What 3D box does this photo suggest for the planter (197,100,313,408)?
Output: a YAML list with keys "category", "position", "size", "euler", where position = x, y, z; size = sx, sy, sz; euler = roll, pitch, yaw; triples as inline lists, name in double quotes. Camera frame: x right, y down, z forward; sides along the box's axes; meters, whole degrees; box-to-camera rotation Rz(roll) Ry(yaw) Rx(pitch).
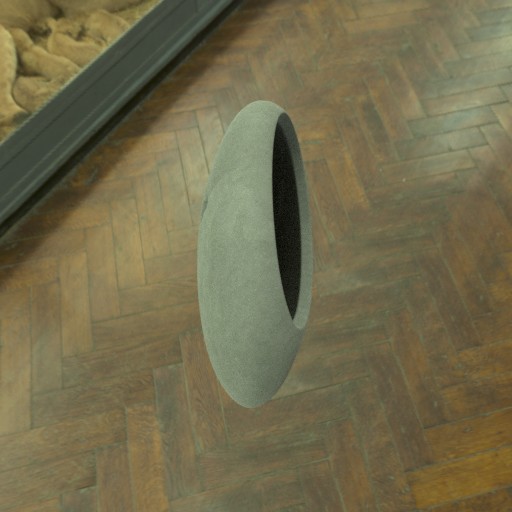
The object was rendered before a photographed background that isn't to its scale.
- category: "planter"
  position: [0.000, 0.000, 0.285]
  size: [0.071, 0.188, 0.185]
  euler: [2, 64, 1]
